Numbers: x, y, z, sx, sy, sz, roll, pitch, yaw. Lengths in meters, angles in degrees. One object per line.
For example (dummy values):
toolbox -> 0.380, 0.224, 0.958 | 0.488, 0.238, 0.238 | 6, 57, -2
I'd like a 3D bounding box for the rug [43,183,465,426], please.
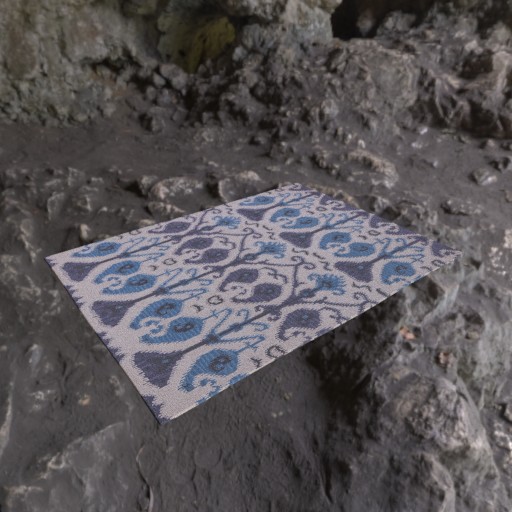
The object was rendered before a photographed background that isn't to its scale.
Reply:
rug -> 0.000, 0.000, 2.940 | 2.261, 0.013, 1.676 | -21, 36, -32
